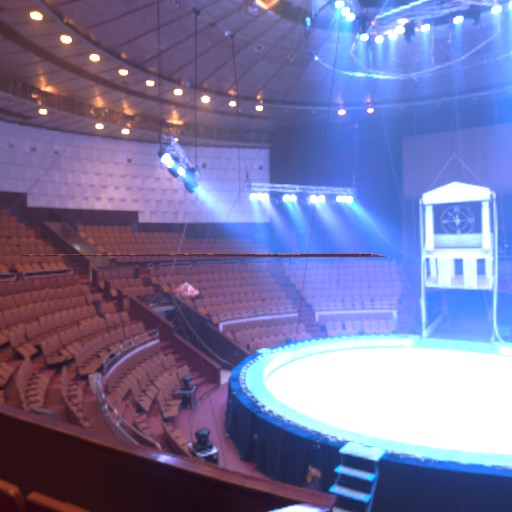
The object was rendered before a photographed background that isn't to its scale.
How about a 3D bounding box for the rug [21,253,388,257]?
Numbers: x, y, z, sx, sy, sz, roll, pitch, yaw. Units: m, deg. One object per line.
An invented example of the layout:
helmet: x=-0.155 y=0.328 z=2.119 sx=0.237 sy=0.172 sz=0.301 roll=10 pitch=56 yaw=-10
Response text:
rug: x=0.000 y=0.000 z=4.412 sx=2.441 sy=0.020 sz=3.419 roll=0 pitch=0 yaw=18
